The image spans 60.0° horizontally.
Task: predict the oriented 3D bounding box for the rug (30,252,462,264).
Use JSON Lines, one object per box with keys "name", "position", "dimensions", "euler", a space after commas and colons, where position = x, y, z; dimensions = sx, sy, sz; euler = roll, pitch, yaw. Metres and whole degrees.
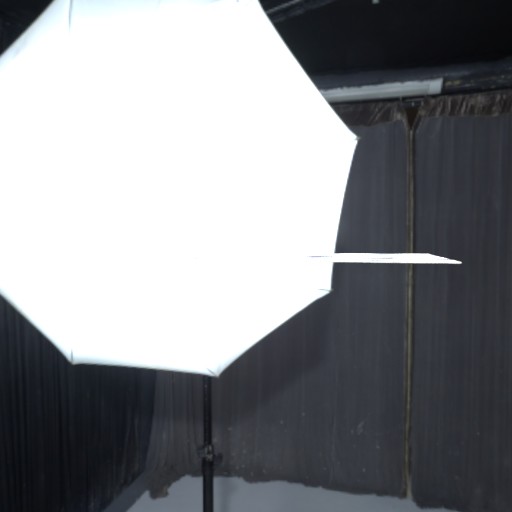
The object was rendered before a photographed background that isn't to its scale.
{"name": "rug", "position": [0.000, 0.000, 2.336], "dimensions": [1.813, 0.006, 1.202], "euler": [0, 2, 16]}
